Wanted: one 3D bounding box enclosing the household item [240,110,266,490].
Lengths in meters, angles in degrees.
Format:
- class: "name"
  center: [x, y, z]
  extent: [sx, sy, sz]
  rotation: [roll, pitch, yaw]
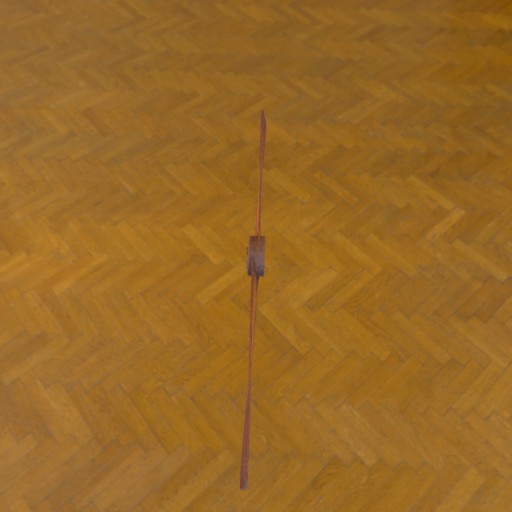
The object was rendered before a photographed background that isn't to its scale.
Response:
- class: "household item"
  center: [0.000, 0.000, 1.258]
  extent: [0.051, 0.121, 1.181]
  rotation: [2, 58, 1]
